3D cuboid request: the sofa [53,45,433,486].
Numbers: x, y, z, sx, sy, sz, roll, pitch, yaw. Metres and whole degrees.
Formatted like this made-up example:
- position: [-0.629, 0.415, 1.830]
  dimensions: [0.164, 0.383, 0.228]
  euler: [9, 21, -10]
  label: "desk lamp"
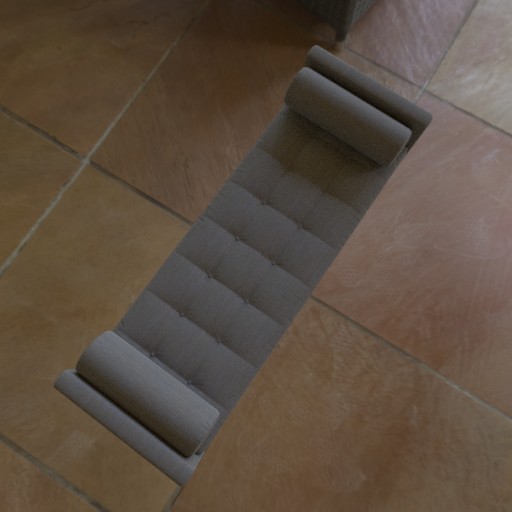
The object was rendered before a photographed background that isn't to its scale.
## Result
- position: [0.000, 0.000, 2.251]
  dimensions: [0.686, 0.635, 1.981]
  euler: [34, 80, 7]
  label: "sofa"
